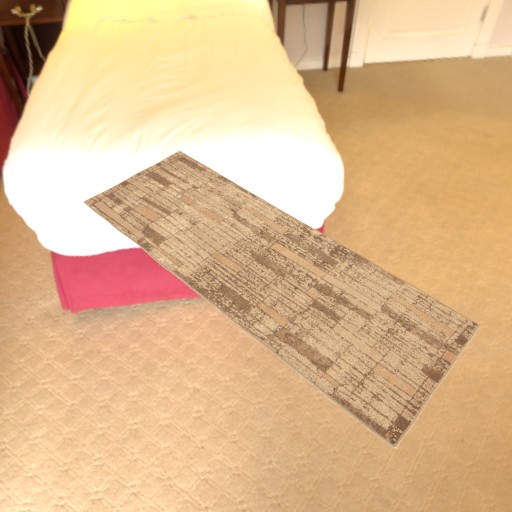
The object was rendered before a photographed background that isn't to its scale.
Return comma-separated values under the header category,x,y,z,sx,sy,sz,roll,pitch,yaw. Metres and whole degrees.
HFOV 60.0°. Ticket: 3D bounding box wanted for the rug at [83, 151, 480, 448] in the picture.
category,x,y,z,sx,sy,sz,roll,pitch,yaw
rug,0.000,0.000,2.629,2.383,0.018,0.857,34,55,28
